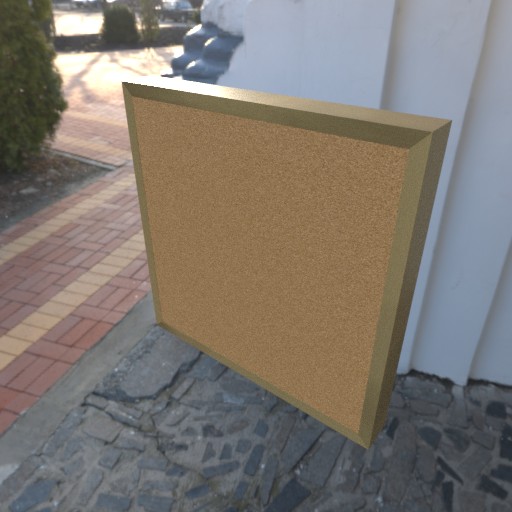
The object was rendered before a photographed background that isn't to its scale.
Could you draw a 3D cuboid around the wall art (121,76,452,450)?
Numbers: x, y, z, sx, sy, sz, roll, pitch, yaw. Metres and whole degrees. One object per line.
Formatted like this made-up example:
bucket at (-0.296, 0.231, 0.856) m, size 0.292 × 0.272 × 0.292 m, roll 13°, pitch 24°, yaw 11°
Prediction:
wall art at (0.000, 0.000, 0.442) m, size 0.304 × 0.305 × 0.038 m, roll 22°, pitch 37°, yaw 32°
